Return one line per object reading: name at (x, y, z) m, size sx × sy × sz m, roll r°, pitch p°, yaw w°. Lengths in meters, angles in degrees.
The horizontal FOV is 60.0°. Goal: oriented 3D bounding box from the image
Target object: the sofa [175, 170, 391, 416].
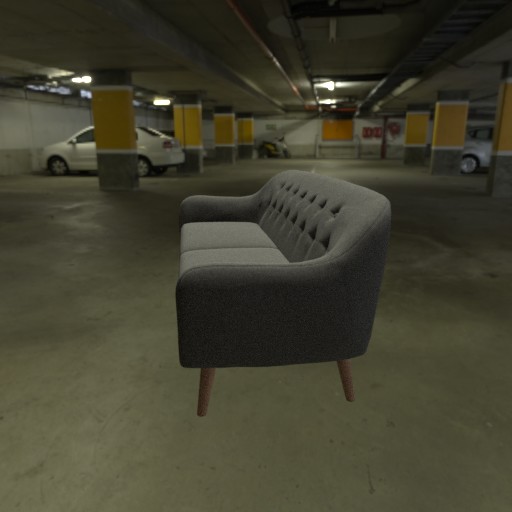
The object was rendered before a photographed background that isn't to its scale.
sofa at (0.000, 0.000, 2.341) m, size 0.820 × 0.820 × 1.840 m, roll -2°, pitch 15°, yaw -8°
